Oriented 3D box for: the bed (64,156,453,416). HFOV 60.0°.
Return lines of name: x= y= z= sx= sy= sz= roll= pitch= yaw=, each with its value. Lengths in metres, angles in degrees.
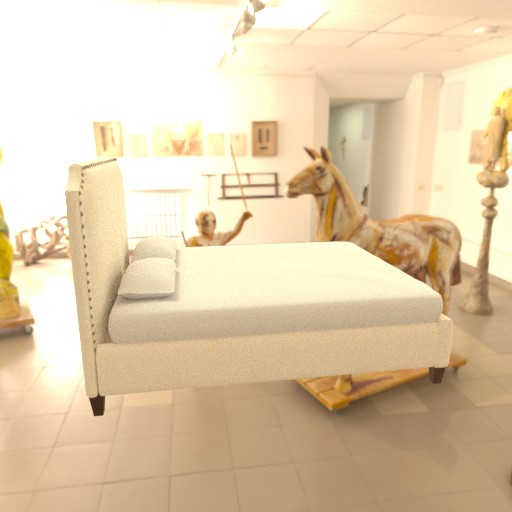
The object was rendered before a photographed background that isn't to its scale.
bed: x=0.000 y=0.000 z=3.451 sx=2.372 sy=1.497 sz=1.712 roll=-2 pitch=14 yaw=-9
